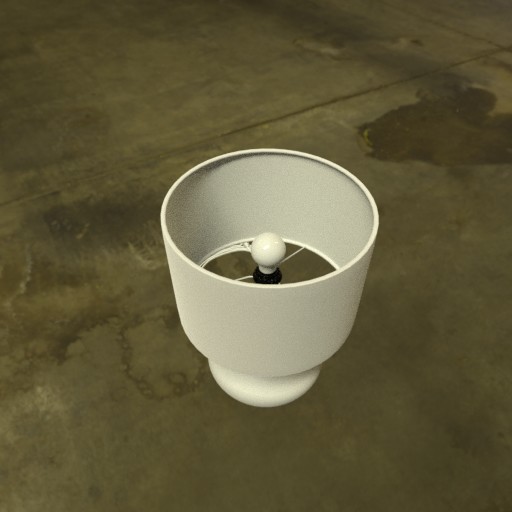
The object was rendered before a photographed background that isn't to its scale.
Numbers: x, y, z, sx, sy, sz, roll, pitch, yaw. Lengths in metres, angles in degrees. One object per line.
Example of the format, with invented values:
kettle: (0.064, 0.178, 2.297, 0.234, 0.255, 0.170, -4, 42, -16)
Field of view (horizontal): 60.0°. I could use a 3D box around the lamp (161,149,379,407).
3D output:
lamp: (0.000, 0.000, 0.878, 0.401, 0.457, 0.546, 10, 46, 9)
